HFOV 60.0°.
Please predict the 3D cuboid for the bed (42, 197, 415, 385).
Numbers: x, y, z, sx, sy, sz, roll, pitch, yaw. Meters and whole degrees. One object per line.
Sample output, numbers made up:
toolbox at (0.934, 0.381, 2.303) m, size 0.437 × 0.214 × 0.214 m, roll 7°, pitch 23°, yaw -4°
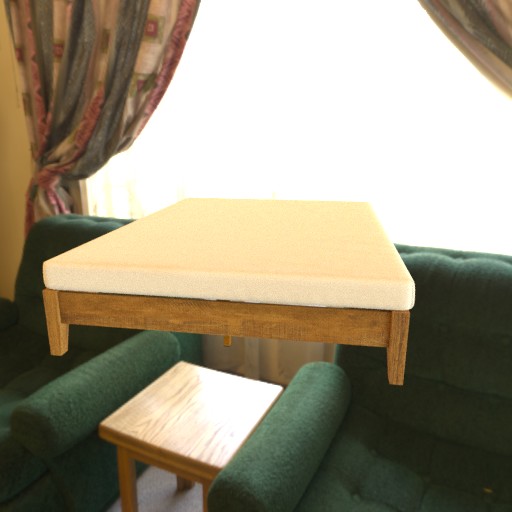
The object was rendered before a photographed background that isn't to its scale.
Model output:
bed at (0.000, 0.000, 2.755) m, size 1.536 × 0.431 × 2.016 m, roll 3°, pitch 16°, yaw 9°
